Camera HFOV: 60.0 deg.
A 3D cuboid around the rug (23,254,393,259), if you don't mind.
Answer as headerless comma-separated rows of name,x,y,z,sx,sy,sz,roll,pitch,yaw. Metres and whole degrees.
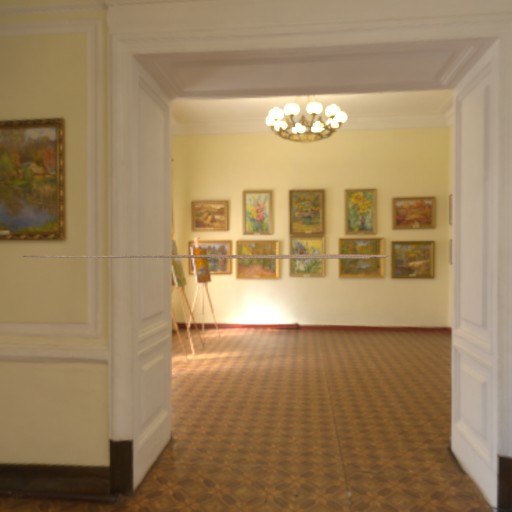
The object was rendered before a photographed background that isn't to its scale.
rug,0.000,0.000,4.010,2.263,0.022,3.029,0,0,19
